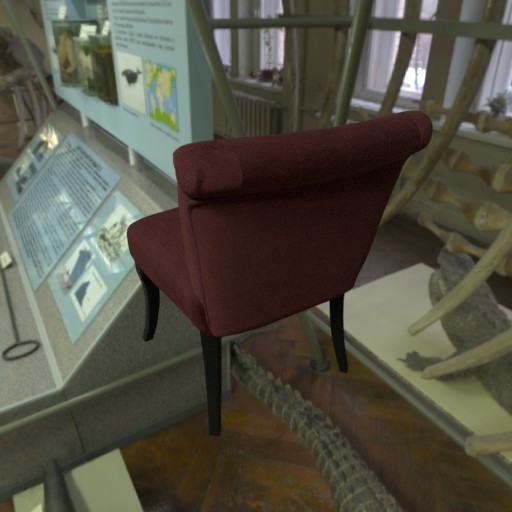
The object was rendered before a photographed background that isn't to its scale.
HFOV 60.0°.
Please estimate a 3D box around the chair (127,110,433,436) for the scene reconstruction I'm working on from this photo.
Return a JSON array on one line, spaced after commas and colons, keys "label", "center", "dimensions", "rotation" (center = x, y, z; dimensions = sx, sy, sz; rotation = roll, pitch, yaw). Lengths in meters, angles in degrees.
[{"label": "chair", "center": [0.000, 0.000, 1.153], "dimensions": [0.582, 0.750, 0.605], "rotation": [-17, 33, -28]}]
